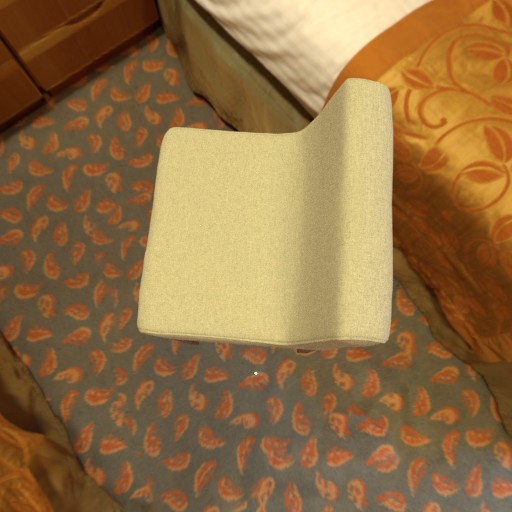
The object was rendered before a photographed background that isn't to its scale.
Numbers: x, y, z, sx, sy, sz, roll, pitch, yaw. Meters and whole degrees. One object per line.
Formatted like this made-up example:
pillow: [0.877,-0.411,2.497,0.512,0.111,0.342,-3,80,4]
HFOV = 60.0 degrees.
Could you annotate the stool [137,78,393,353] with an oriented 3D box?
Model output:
stool: [0.000,0.000,1.235,0.500,0.937,0.511,4,75,1]
